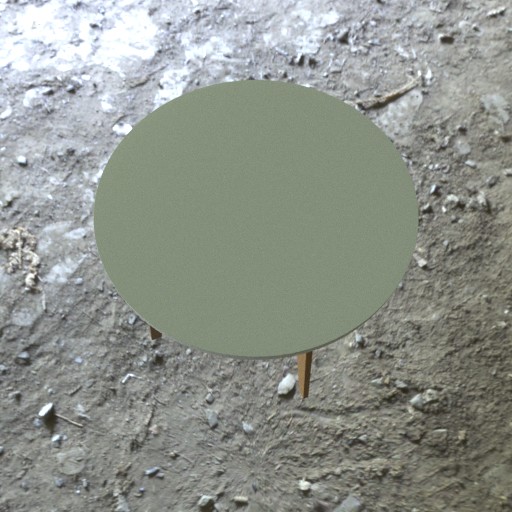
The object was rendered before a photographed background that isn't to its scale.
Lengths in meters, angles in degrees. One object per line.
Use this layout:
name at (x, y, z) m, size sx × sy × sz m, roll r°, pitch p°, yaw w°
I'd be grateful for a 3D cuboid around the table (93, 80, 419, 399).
table at (0.000, 0.000, 1.577) m, size 0.896 × 0.762 × 0.896 m, roll 0°, pitch 64°, yaw 0°
